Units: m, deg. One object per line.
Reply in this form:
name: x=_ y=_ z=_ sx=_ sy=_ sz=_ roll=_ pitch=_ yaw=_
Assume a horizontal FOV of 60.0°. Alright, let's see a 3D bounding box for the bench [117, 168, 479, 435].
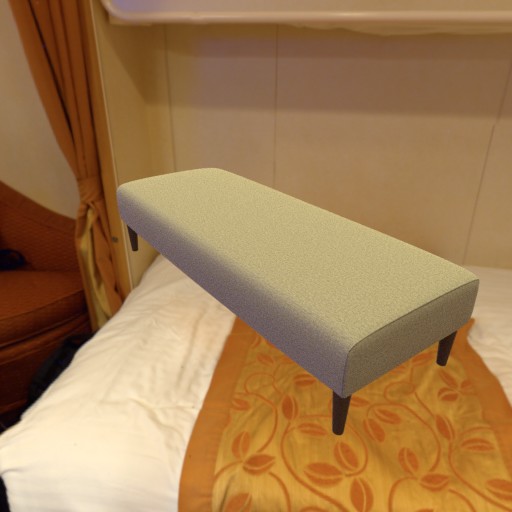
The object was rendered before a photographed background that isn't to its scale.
bench: x=0.000 y=0.000 z=1.873 sx=0.631 sy=0.383 sz=1.598 roll=-18 pitch=31 yaw=-32
